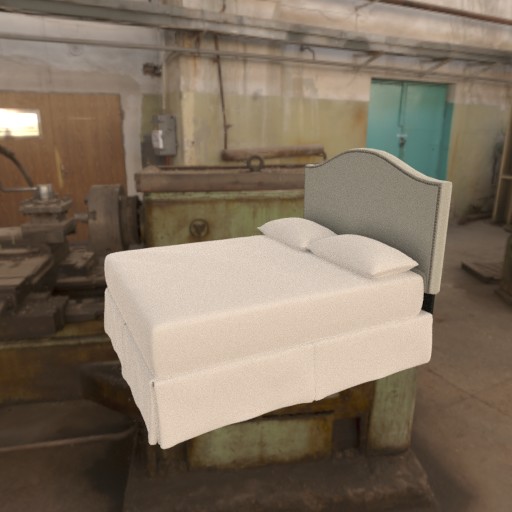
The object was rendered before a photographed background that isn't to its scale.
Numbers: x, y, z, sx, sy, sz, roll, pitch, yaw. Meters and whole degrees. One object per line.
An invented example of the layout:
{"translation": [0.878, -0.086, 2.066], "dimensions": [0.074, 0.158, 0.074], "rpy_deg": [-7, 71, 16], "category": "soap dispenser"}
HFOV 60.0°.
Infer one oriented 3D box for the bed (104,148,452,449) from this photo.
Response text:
{"translation": [0.000, 0.000, 3.476], "dimensions": [2.180, 1.607, 1.813], "rpy_deg": [-8, 18, -25], "category": "bed"}
